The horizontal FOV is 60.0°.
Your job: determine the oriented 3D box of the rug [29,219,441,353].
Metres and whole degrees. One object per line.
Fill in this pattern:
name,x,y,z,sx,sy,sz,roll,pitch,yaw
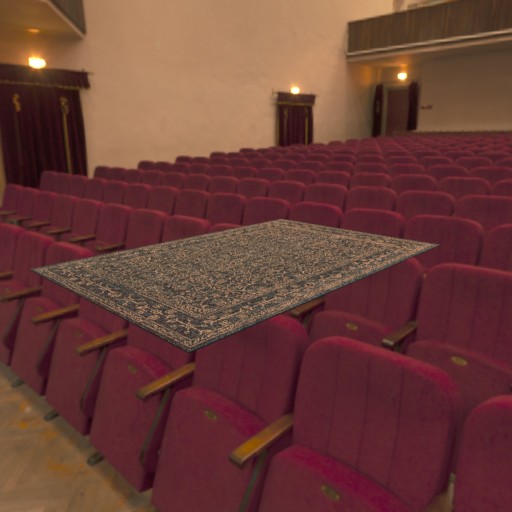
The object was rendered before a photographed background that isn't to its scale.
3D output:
rug,0.000,0.000,2.309,1.200,0.005,1.819,14,20,42
